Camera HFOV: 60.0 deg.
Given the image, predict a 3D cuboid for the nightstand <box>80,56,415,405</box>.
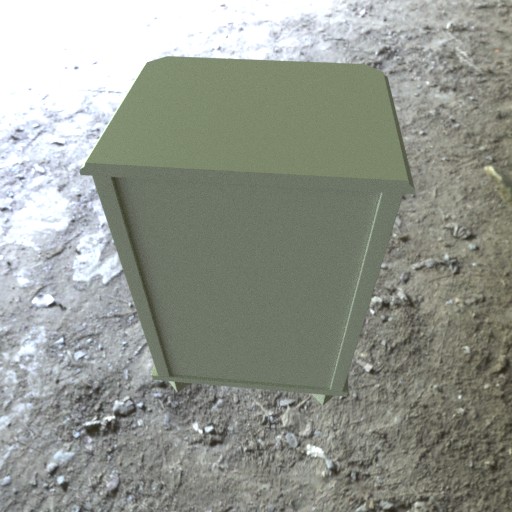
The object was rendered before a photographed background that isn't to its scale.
[{"bbox_3d":[0.000,0.000,0.927,0.435,0.681,0.351,4,47,4],"label":"nightstand"}]
